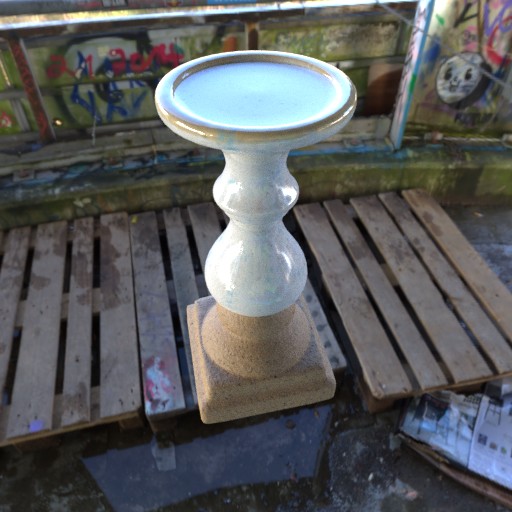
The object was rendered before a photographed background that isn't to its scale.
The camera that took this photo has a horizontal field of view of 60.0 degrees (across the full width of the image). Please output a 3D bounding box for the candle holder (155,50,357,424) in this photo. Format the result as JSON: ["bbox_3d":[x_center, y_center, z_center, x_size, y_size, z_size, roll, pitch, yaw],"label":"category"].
[{"bbox_3d":[0.000,0.000,0.306,0.110,0.239,0.110,-9,45,-9],"label":"candle holder"}]
